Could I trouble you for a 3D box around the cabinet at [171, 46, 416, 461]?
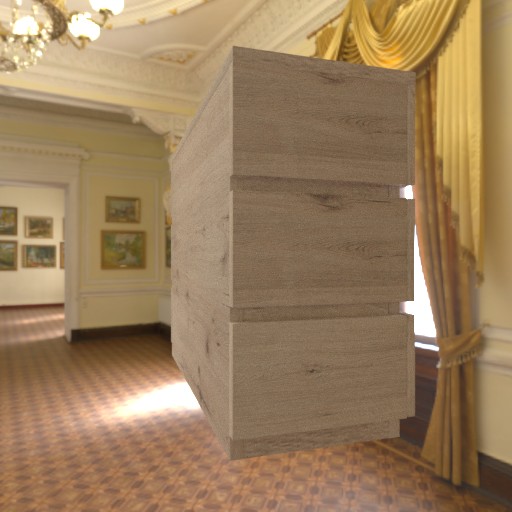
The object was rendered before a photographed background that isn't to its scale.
[{"bbox_3d":[0.000,0.000,1.421,0.420,0.820,1.040,0,0,-17],"label":"cabinet"}]
